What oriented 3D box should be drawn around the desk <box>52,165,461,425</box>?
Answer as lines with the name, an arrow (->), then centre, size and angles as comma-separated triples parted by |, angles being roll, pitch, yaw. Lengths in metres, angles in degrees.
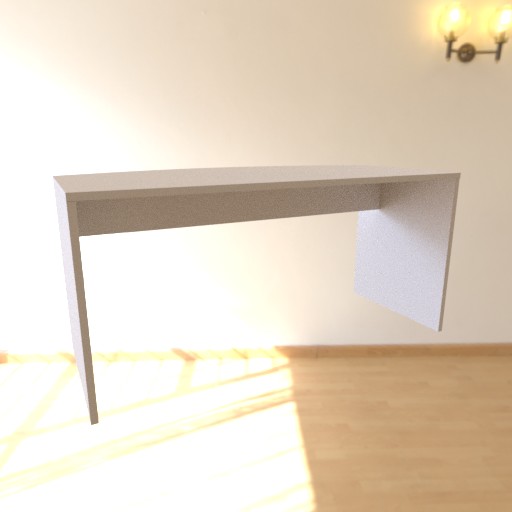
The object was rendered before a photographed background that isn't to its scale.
desk -> 0.000, 0.000, 2.027 | 1.600, 0.750, 0.802 | -7, 17, -26
